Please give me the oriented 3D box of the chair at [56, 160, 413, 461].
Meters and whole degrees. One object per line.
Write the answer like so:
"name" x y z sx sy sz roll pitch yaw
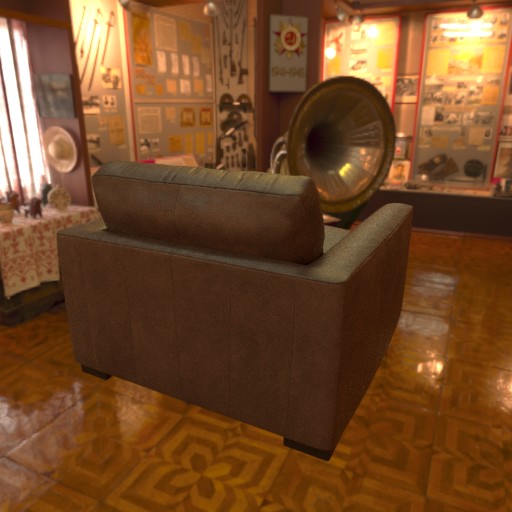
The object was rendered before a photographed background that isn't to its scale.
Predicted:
"chair" 0.000 0.000 1.814 1.100 0.812 1.069 9 21 26
